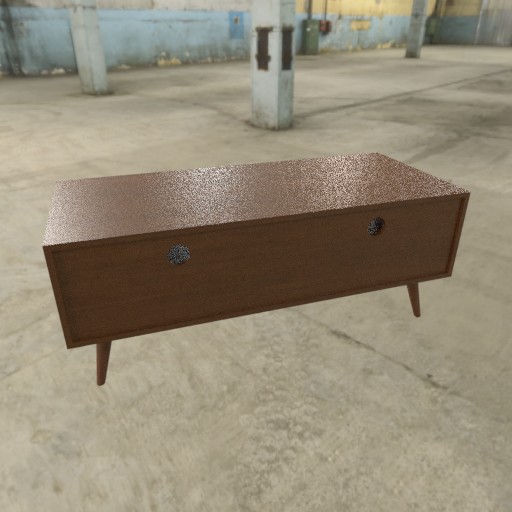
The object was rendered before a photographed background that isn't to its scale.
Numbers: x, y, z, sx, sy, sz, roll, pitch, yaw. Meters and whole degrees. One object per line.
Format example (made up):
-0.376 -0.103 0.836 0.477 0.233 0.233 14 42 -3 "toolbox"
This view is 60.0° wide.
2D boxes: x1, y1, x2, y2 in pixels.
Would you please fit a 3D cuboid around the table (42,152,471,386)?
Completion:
0.000 0.000 1.410 1.119 0.464 0.490 -9 28 -16 "table"
